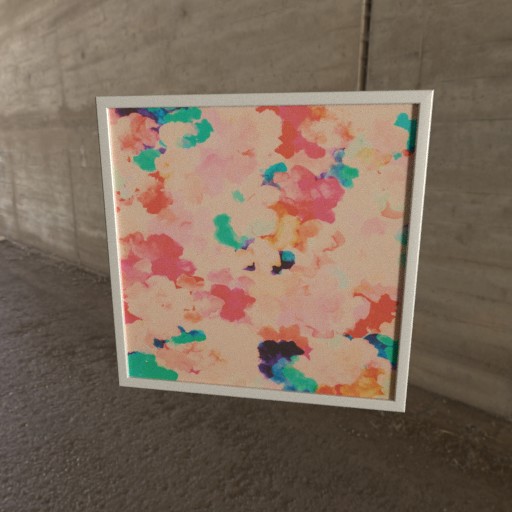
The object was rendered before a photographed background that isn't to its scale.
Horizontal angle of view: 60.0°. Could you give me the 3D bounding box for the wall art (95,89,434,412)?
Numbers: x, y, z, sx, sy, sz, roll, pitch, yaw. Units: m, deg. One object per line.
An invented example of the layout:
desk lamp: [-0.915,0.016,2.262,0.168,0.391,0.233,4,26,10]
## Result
wall art: [0.000,0.000,0.734,0.506,0.505,0.038,2,14,9]
